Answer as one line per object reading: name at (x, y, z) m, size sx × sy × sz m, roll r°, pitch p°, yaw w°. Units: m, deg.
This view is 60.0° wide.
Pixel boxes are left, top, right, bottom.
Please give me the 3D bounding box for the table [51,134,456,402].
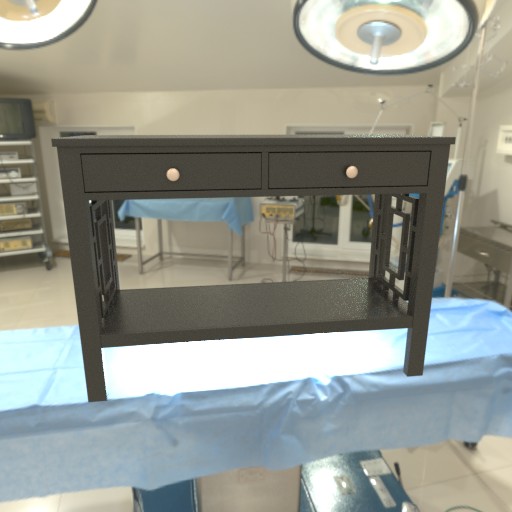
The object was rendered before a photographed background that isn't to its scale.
table at (0.000, 0.000, 1.442) m, size 1.068 × 0.753 × 0.397 m, roll -2°, pitch 17°, yaw -8°
